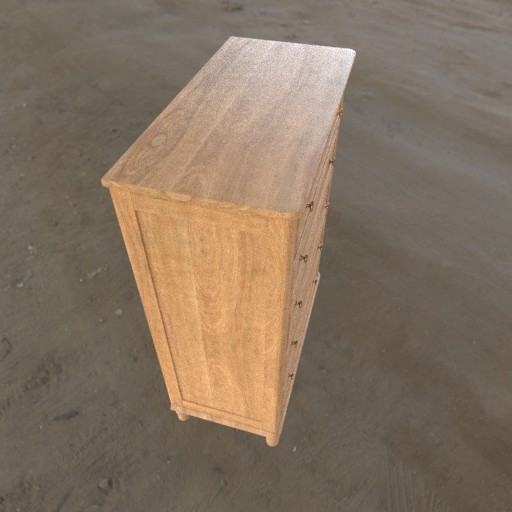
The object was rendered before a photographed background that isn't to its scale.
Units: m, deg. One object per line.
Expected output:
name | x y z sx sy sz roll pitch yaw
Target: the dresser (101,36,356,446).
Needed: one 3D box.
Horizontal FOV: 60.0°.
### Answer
dresser | 0.000 0.000 1.793 0.484 1.318 0.973 12 46 11
